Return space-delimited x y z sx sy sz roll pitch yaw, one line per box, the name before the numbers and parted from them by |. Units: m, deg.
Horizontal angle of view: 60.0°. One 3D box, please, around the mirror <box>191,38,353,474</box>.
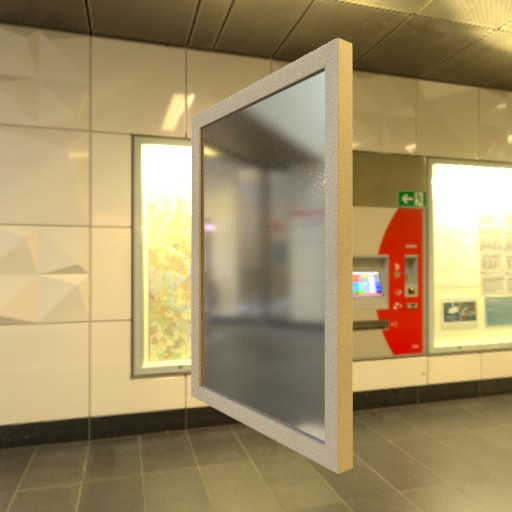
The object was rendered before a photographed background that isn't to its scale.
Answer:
mirror | 0.000 0.000 0.937 0.040 0.710 0.507 0 0 -36
